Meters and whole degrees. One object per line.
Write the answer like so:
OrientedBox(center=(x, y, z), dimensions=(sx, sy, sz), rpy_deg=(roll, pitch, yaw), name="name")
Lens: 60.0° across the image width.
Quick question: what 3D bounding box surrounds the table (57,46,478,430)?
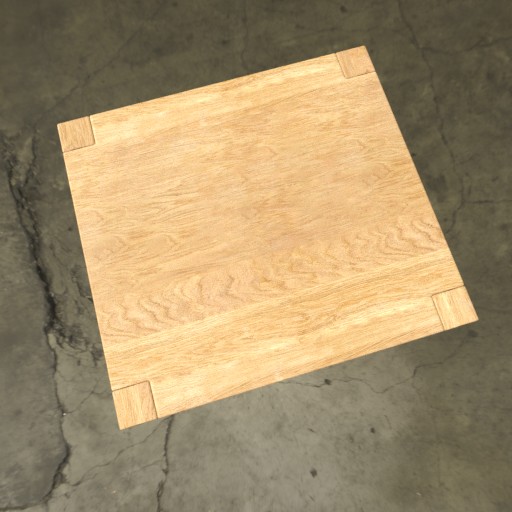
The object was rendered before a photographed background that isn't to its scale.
OrientedBox(center=(0.000, 0.000, 0.832), dimensions=(0.480, 0.450, 0.440), rpy_deg=(-16, 76, -4), name="table")
